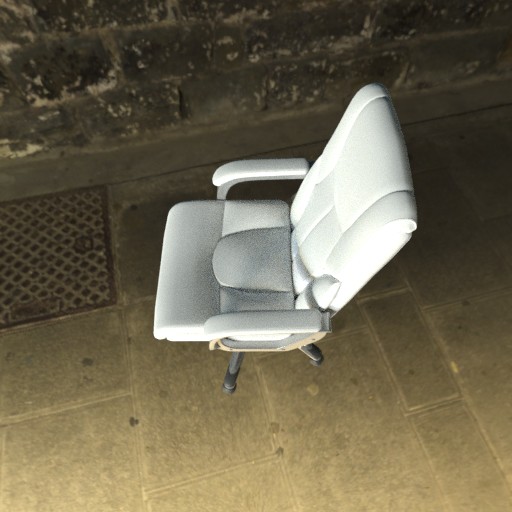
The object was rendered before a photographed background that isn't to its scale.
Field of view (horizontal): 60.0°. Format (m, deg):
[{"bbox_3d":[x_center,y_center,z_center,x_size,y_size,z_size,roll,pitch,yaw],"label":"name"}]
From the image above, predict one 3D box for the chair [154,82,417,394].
[{"bbox_3d":[0.000,0.000,1.553,0.738,1.120,0.687,0,59,0],"label":"chair"}]
